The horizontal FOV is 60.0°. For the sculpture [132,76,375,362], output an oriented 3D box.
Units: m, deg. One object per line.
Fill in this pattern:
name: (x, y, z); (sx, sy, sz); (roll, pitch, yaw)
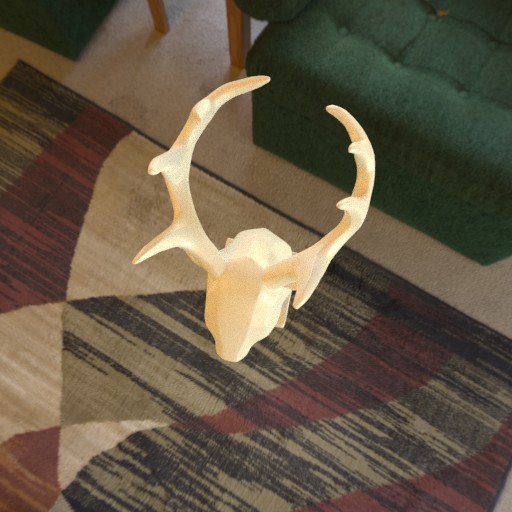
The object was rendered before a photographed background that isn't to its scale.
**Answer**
sculpture: (0.000, 0.000, 0.471); (0.174, 0.329, 0.224); (13, 76, 3)
